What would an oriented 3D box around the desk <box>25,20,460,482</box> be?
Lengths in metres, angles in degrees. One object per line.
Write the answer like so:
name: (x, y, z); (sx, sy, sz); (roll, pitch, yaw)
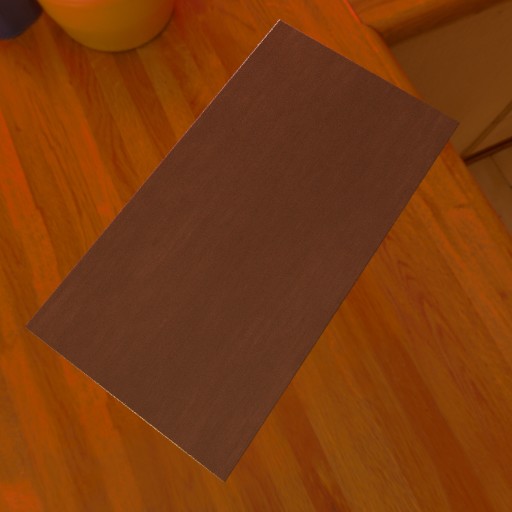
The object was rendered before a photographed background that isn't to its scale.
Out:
desk: (0.000, 0.000, 1.507); (0.600, 0.750, 1.100); (34, 78, 9)
